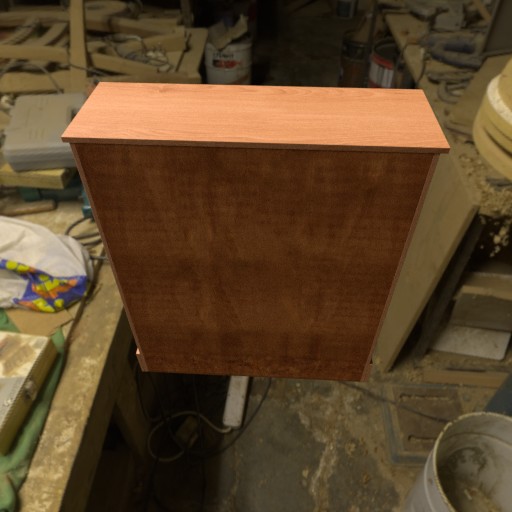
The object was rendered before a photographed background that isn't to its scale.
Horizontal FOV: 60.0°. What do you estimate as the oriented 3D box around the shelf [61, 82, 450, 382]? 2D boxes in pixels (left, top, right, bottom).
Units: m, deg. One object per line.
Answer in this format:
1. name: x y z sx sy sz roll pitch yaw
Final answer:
1. shelf: 0.000 0.000 1.403 0.840 0.980 0.291 2 45 2
